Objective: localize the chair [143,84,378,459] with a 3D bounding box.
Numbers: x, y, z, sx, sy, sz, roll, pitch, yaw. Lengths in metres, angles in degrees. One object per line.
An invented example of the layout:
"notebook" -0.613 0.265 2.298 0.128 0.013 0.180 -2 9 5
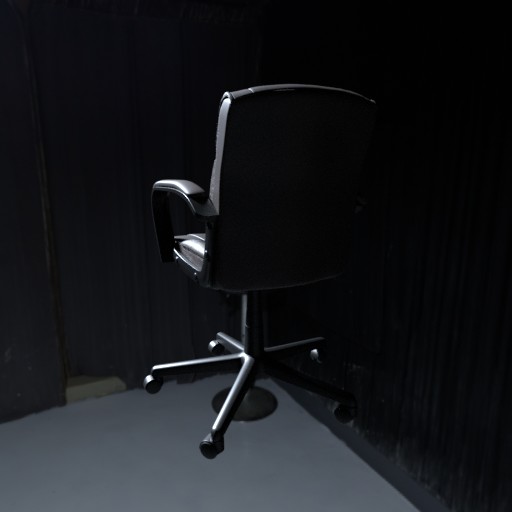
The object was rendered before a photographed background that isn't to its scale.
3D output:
"chair" 0.000 0.000 1.490 0.739 1.004 0.717 -7 15 -25
